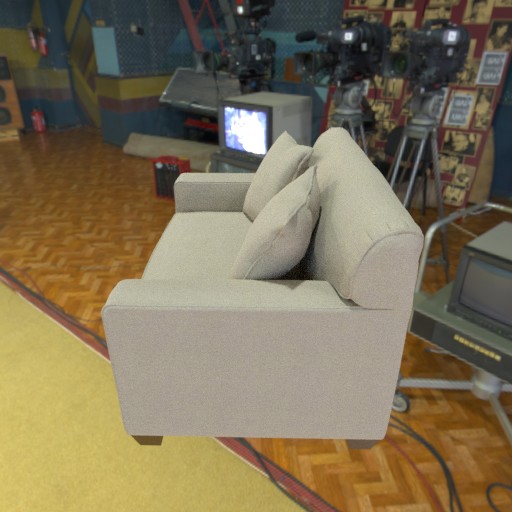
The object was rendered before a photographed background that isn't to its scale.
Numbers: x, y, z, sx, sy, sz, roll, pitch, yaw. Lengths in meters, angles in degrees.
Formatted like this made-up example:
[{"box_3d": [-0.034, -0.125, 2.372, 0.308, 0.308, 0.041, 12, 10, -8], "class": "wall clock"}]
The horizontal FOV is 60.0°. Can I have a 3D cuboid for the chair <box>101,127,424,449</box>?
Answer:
[{"box_3d": [0.000, 0.000, 2.023, 1.000, 0.948, 1.383, 1, 28, 1], "class": "chair"}]
